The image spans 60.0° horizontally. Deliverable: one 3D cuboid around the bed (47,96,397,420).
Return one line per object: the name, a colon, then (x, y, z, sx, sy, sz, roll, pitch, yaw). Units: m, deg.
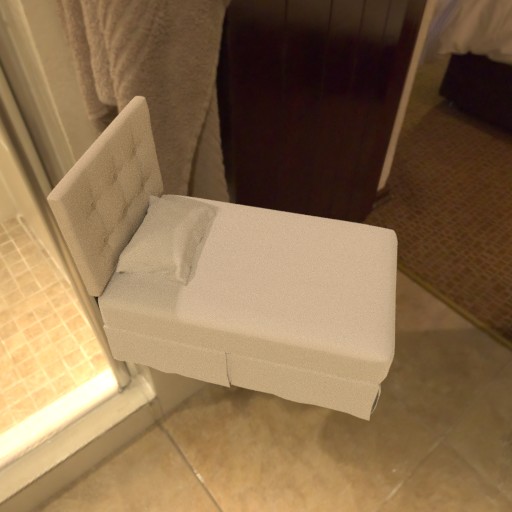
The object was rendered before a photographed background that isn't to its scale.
bed: (0.000, 0.000, 3.070, 1.997, 1.571, 1.261, 10, 48, 9)
